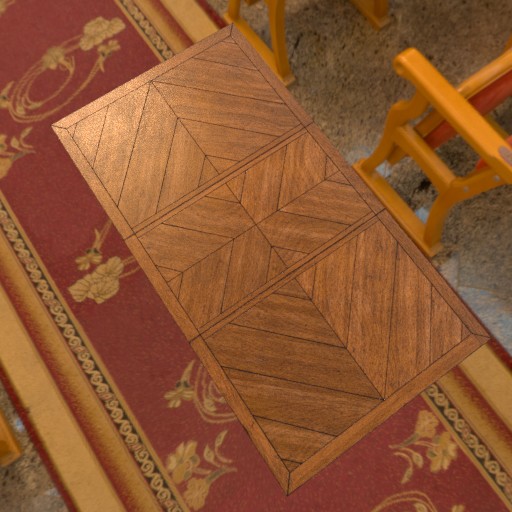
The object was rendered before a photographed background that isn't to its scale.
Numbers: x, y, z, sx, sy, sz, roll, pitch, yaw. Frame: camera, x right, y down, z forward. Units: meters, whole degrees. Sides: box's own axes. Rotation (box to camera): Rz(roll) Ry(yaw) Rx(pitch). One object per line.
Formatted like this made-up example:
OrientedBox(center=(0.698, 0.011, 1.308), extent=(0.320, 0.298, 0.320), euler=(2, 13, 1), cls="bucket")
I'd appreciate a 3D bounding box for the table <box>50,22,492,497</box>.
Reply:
OrientedBox(center=(0.000, 0.000, 1.793), extent=(0.757, 0.760, 1.400), euler=(-34, 77, -9), cls="table")
